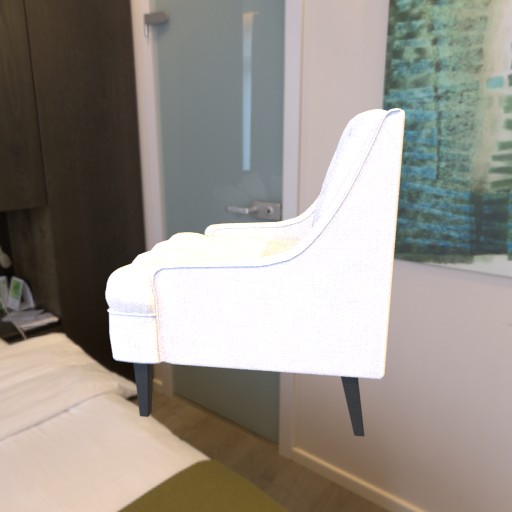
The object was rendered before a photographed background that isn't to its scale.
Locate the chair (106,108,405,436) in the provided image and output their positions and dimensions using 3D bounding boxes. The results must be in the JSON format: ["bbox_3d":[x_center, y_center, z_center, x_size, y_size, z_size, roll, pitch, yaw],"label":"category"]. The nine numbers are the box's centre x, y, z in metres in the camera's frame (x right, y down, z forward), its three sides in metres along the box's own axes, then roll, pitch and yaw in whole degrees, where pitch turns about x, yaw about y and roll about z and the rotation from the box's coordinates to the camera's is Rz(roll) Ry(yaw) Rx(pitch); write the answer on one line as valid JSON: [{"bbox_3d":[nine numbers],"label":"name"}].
[{"bbox_3d":[0.000,0.000,1.454,0.772,0.891,0.658,2,15,8],"label":"chair"}]
